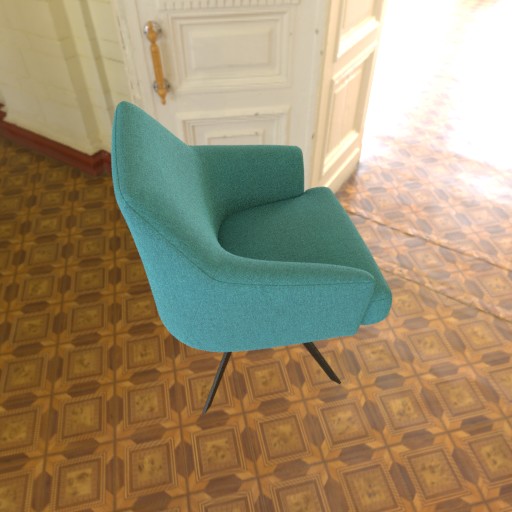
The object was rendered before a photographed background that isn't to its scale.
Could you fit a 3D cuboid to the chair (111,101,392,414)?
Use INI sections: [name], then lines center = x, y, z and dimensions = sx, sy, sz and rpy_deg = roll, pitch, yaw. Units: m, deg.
[chair]
center = 0.000, 0.000, 1.346
dimensions = 0.677, 0.874, 0.642
rpy_deg = -9, 46, -9
